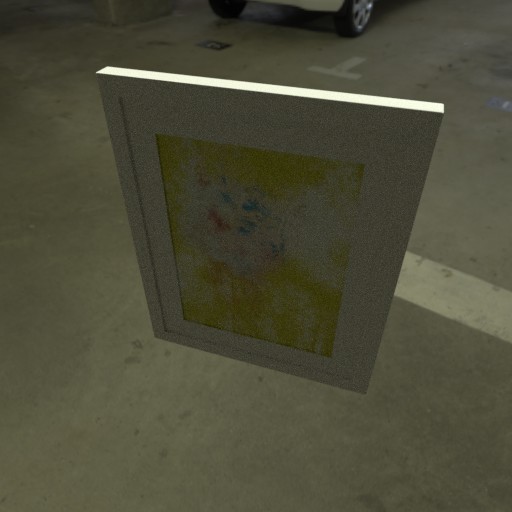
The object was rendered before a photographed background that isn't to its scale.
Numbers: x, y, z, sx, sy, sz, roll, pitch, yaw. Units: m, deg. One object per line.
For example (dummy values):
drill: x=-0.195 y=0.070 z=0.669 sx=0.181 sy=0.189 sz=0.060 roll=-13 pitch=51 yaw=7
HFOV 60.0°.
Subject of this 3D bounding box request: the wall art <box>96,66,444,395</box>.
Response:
wall art: x=0.000 y=0.000 z=0.738 sx=0.454 sy=0.556 sz=0.028 roll=12 pitch=41 yaw=14
